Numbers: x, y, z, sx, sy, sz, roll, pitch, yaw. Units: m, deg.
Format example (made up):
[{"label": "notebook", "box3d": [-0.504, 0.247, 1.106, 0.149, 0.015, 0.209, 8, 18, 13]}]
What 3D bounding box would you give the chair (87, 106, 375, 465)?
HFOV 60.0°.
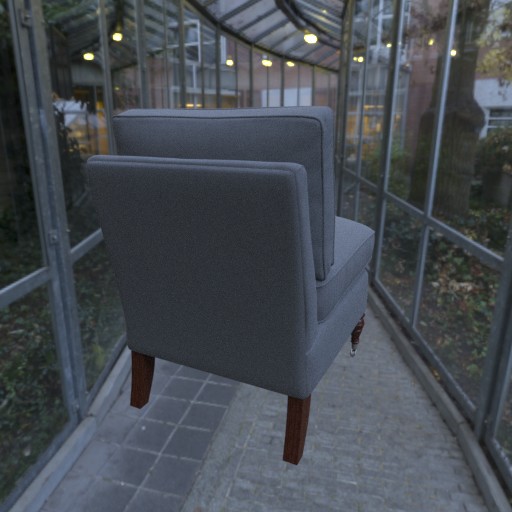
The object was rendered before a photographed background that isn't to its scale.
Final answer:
[{"label": "chair", "box3d": [0.000, 0.000, 1.666, 0.724, 1.045, 0.924, 8, 18, 26]}]
